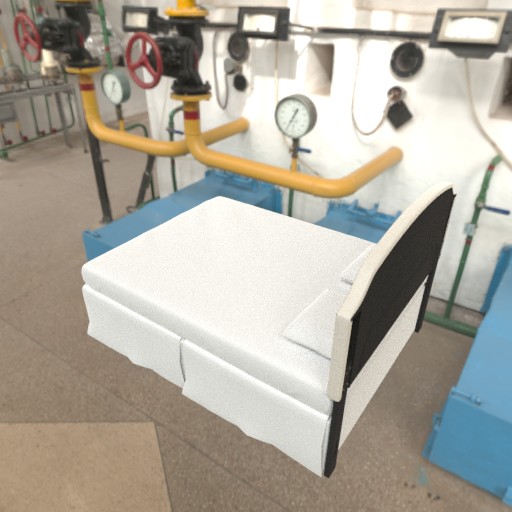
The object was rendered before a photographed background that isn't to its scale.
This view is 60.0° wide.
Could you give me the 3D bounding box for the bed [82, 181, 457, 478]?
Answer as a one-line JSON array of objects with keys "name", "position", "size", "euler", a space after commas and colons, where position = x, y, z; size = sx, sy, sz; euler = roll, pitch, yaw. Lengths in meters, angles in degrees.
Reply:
[{"name": "bed", "position": [0.000, 0.000, 2.963], "size": [1.999, 1.270, 1.558], "euler": [21, 37, 30]}]
